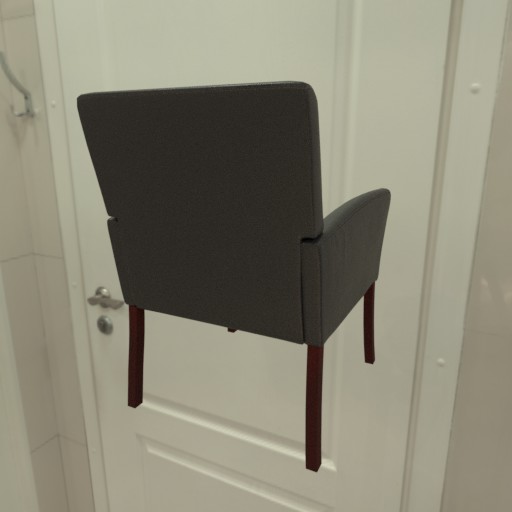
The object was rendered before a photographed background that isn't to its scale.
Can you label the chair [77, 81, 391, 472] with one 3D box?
[{"bbox_3d":[0.000,0.000,1.419,0.683,0.951,0.772,8,17,26],"label":"chair"}]
